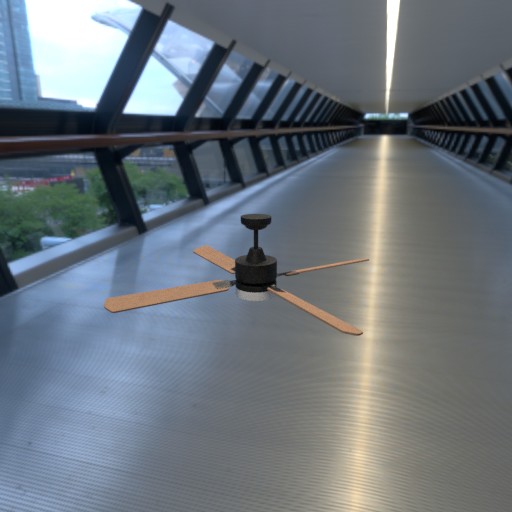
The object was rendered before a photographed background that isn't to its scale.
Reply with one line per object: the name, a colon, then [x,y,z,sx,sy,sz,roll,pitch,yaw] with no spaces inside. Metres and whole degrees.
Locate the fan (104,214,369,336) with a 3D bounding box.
fan: [0.000,0.000,1.960,1.320,0.355,1.320,-9,17,-29]
